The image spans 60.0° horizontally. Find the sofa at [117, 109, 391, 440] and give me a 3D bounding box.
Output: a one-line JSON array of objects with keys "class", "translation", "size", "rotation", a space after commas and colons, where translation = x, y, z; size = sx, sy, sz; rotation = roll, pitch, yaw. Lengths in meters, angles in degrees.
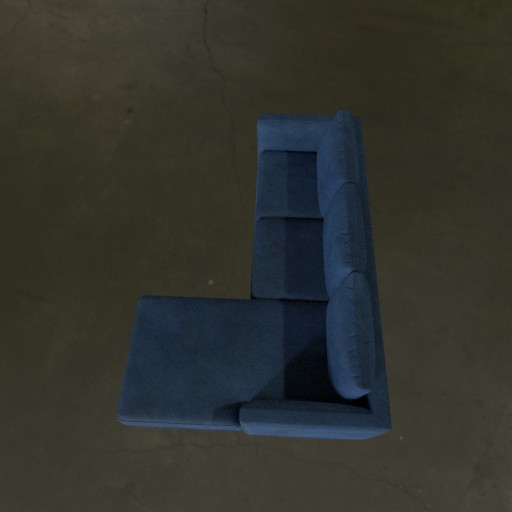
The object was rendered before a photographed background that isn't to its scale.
[{"class": "sofa", "translation": [0.000, 0.000, 3.279], "size": [1.622, 0.987, 2.438], "rotation": [2, 60, 1]}]
